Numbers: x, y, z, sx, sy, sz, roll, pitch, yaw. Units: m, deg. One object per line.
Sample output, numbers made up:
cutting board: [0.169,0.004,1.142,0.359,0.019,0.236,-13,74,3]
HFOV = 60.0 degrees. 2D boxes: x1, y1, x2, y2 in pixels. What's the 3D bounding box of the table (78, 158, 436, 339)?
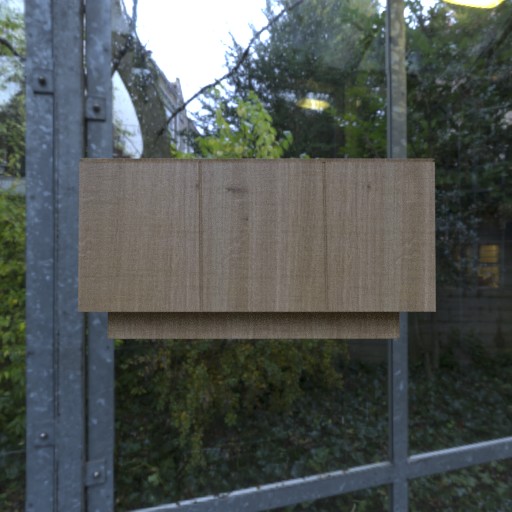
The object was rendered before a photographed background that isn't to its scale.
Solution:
table: [0.000,0.000,1.396,0.678,0.353,1.110,0,-1,0]
